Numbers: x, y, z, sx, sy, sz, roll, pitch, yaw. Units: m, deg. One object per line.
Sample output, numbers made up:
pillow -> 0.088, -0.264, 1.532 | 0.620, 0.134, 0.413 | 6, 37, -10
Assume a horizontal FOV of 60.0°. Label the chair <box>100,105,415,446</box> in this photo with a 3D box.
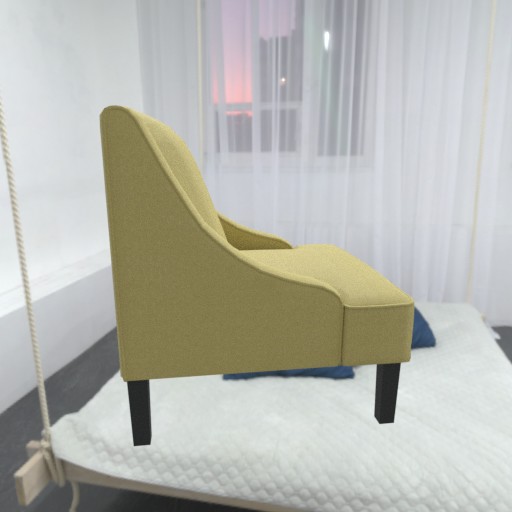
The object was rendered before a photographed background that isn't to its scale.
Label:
chair -> 0.000, 0.000, 1.472 | 0.814, 0.896, 0.696 | -2, 14, -8
